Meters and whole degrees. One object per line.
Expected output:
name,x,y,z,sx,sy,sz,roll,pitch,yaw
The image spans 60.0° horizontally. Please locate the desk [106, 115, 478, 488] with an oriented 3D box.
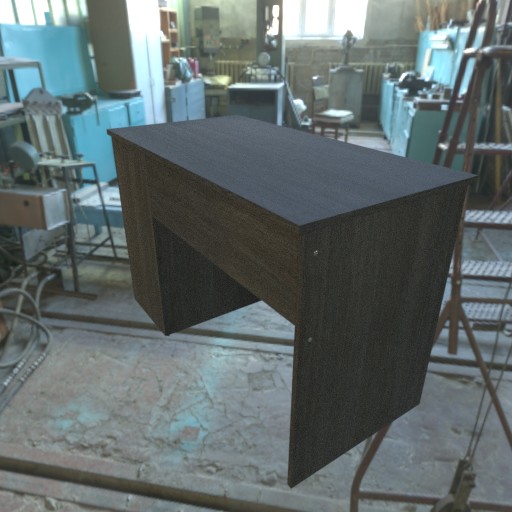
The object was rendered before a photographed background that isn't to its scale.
desk,0.000,0.000,1.500,0.560,0.730,1.096,-17,31,-30
